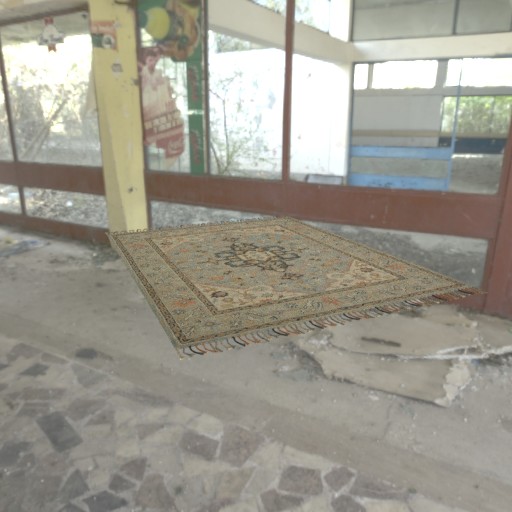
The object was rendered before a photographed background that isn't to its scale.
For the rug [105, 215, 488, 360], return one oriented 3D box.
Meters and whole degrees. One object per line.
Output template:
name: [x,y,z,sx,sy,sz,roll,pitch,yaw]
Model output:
rug: [0.000,0.000,3.508,1.971,0.010,2.651,-8,18,-24]
